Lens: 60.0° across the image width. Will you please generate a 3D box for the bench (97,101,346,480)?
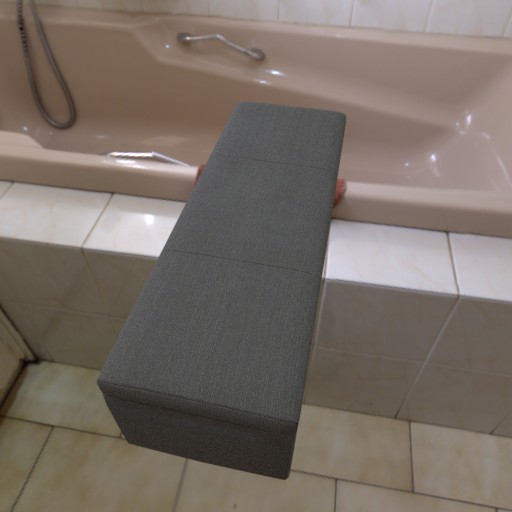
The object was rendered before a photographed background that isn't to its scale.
[{"bbox_3d":[0.000,0.000,1.468,0.446,0.438,1.269,9,48,8],"label":"bench"}]
